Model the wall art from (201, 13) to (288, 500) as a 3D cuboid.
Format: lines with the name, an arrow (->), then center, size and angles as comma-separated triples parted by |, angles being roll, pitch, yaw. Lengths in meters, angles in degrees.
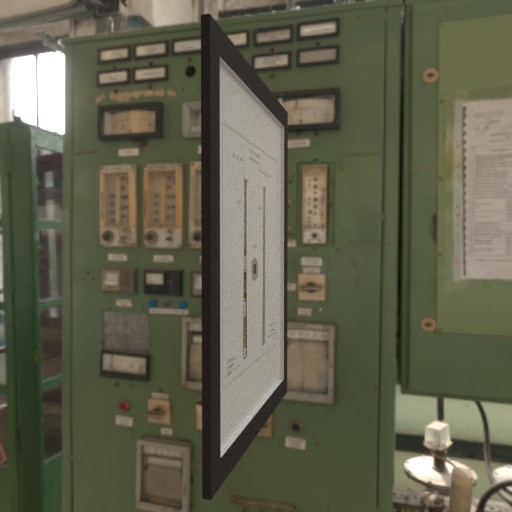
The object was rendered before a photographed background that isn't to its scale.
wall art -> 0.000, 0.000, 0.661 | 0.012, 0.529, 0.374 | 0, 2, 17
